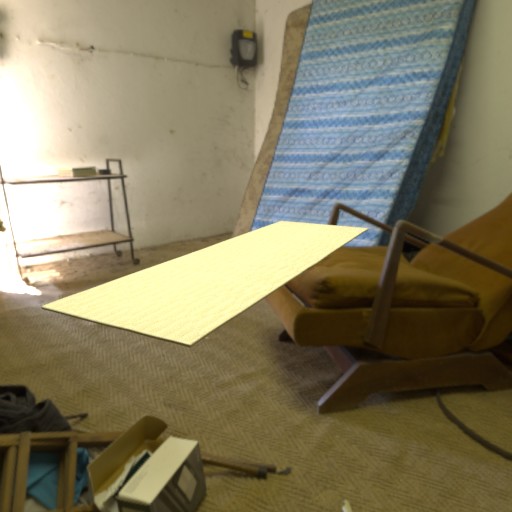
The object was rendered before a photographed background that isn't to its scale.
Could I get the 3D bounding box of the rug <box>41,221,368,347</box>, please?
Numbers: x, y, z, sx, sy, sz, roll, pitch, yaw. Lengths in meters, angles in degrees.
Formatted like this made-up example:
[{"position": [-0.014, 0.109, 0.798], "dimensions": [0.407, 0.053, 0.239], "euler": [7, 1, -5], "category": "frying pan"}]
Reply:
[{"position": [0.000, 0.000, 2.748], "dimensions": [0.793, 0.014, 2.450], "euler": [7, 16, 27], "category": "rug"}]
